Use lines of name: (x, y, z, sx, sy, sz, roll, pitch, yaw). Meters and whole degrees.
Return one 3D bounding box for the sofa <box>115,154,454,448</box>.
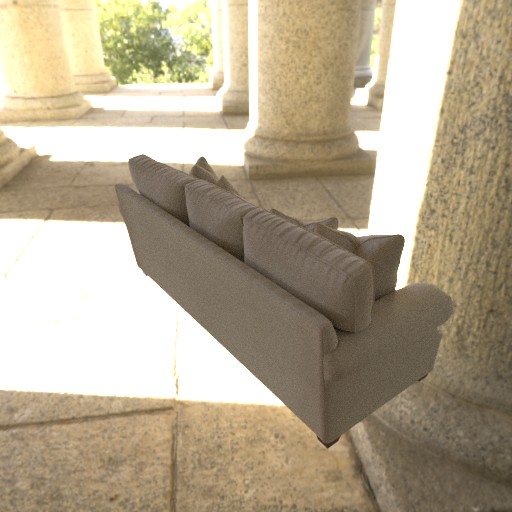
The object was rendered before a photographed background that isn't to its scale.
sofa: (0.000, 0.000, 2.836, 0.965, 0.975, 2.312, -19, 33, -32)
